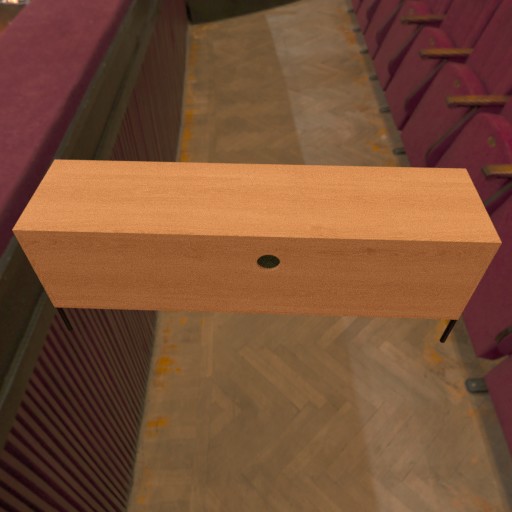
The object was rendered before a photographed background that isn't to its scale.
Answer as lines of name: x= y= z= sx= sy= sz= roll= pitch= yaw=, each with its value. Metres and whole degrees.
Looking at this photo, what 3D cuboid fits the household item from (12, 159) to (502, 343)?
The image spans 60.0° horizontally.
household item: x=0.000 y=0.000 z=1.717 sx=1.550 sy=0.600 sz=0.400 roll=2 pitch=47 yaw=1
